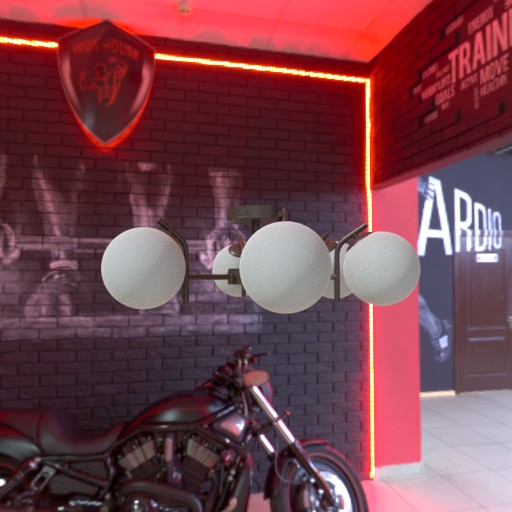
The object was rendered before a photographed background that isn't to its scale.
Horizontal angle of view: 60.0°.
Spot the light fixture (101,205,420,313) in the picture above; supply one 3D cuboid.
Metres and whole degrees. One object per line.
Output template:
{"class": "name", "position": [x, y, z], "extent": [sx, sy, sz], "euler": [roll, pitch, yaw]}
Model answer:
{"class": "light fixture", "position": [0.000, 0.000, 0.954], "extent": [0.662, 0.201, 0.662], "euler": [0, -2, 0]}
